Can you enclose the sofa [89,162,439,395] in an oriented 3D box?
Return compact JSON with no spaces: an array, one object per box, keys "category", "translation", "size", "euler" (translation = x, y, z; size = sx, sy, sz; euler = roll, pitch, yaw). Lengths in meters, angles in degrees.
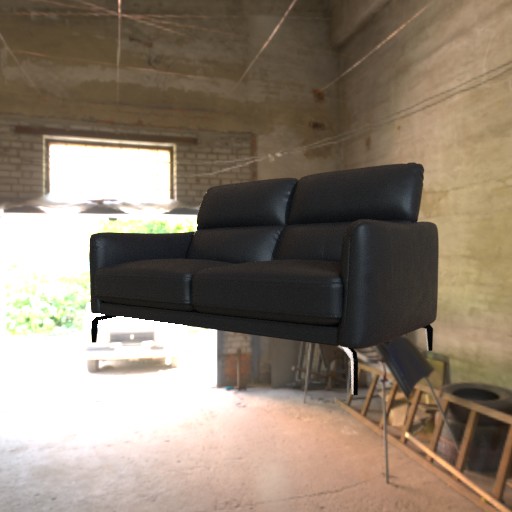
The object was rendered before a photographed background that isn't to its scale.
[{"category":"sofa","translation":[0.000,0.000,2.226],"size":[1.596,0.920,0.958],"euler":[0,0,36]}]
